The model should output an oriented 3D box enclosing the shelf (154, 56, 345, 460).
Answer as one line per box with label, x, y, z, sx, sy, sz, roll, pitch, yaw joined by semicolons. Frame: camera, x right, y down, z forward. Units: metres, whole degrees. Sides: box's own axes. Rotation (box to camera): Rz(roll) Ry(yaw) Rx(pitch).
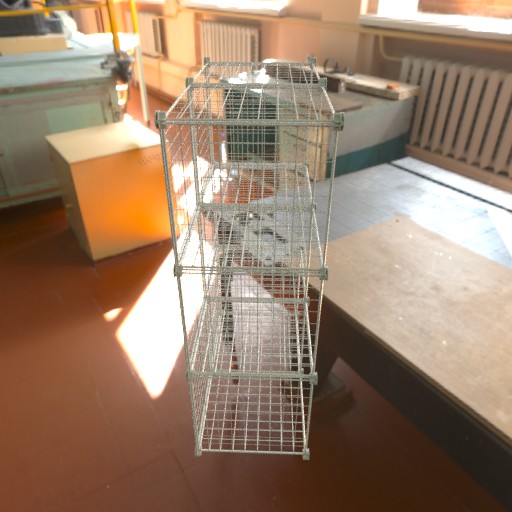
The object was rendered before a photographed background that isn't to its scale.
shelf;0.000;0.000;1.404;0.356;1.067;0.711;1;32;2
